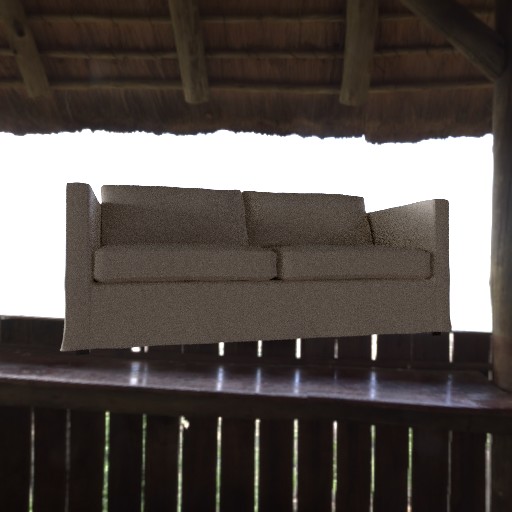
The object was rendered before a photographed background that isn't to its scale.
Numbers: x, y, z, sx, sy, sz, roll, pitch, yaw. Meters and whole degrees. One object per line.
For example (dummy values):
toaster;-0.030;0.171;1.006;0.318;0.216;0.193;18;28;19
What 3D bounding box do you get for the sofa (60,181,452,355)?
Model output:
sofa;0.000;0.000;2.582;1.987;0.870;0.940;0;-1;-16
